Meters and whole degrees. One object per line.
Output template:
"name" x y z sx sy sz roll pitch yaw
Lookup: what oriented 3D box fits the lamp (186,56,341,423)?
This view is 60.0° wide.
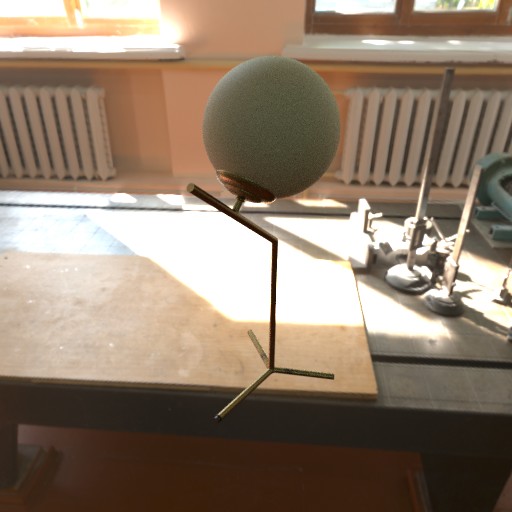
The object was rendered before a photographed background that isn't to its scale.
"lamp" 0.000 0.000 0.674 0.210 0.552 0.251 22 37 33
